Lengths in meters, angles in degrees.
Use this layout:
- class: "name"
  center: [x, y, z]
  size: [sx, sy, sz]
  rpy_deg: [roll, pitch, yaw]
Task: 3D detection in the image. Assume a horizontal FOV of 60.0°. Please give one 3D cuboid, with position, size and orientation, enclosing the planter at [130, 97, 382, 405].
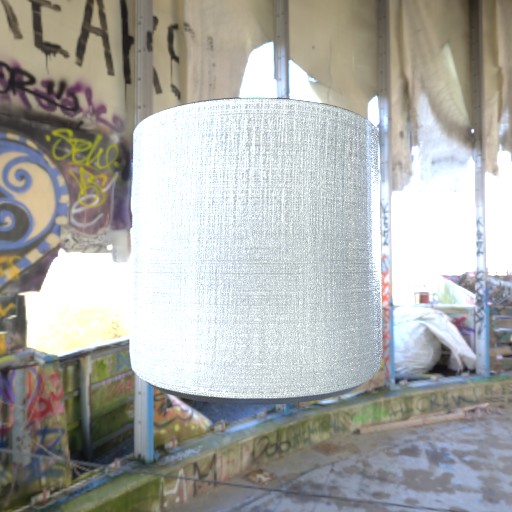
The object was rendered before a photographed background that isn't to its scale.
- class: "planter"
  center: [0.000, 0.000, 0.294]
  size: [0.160, 0.156, 0.160]
  rpy_deg: [0, -1, 0]
